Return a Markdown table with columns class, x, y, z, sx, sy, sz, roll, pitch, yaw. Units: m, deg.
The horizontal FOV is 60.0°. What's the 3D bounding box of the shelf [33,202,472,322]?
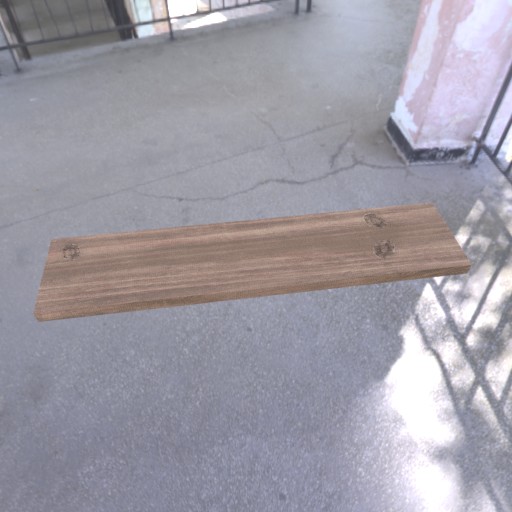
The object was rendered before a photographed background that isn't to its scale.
| class | x | y | z | sx | sy | sz | roll | pitch | yaw |
| --- | --- | --- | --- | --- | --- | --- | --- | --- | --- |
| shelf | 0.000 | 0.000 | 0.664 | 0.610 | 0.020 | 0.140 | -6 | 47 | -6 |
